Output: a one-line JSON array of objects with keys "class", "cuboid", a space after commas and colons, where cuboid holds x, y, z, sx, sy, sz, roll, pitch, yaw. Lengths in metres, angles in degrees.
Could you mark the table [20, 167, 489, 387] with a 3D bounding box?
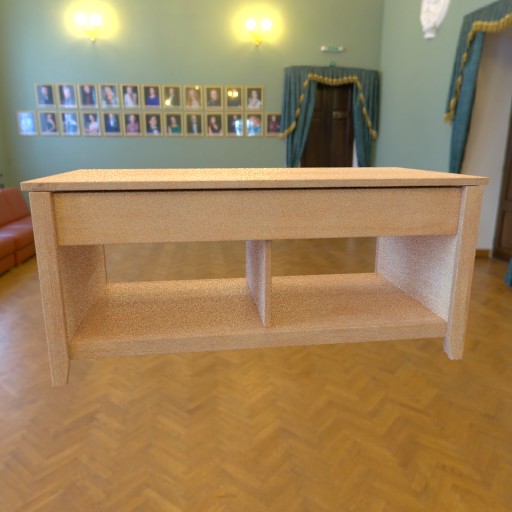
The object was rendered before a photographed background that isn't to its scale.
[{"class": "table", "cuboid": [0.000, 0.000, 1.239, 1.016, 0.457, 0.483, -2, 14, -8]}]
